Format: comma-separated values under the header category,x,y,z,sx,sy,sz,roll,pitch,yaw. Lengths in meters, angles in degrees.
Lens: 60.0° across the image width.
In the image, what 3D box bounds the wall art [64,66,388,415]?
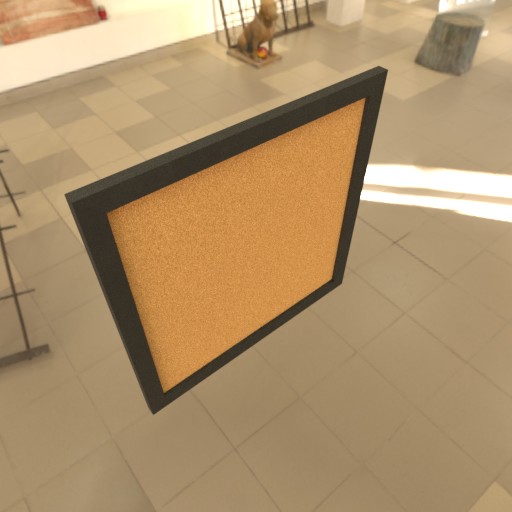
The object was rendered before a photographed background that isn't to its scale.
category,x,y,z,sx,sy,sz,roll,pitch,yaw
wall art,0.000,0.000,1.516,1.016,1.016,0.038,-30,53,-26
